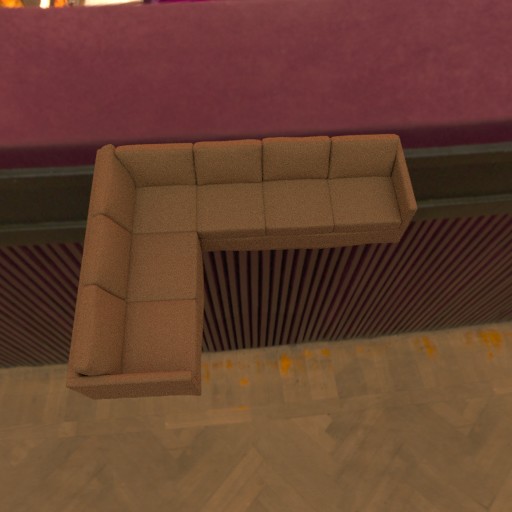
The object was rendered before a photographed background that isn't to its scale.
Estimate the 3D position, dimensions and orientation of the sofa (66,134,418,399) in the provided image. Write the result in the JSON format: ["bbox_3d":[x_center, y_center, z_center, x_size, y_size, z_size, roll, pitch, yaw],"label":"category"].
[{"bbox_3d":[0.000,0.000,4.320,3.182,0.871,2.432,-3,64,-1],"label":"sofa"}]
